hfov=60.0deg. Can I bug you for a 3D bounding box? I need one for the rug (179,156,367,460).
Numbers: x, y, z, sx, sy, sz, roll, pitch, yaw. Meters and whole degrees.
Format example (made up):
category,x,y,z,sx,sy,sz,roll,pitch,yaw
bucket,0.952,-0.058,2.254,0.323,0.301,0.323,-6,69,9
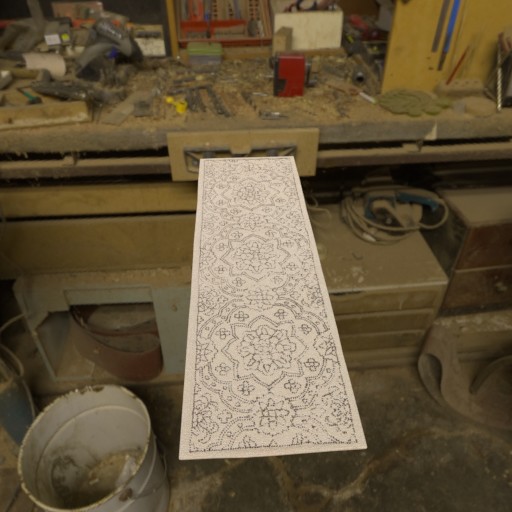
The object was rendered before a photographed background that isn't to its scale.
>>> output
category,x,y,z,sx,sy,sz,roll,pitch,yaw
rug,0.000,0.000,2.705,0.769,0.012,2.448,-2,41,-3
